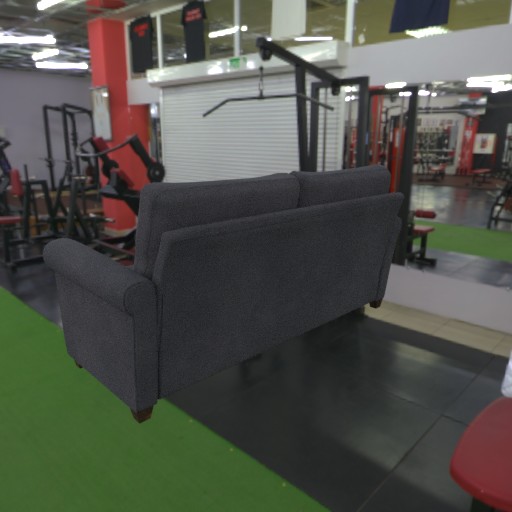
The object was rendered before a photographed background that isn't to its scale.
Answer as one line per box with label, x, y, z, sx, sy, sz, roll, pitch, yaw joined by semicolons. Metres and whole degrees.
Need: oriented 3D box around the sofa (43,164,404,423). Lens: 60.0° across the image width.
sofa;0.000;0.000;2.430;1.935;0.942;0.842;-14;21;-42
